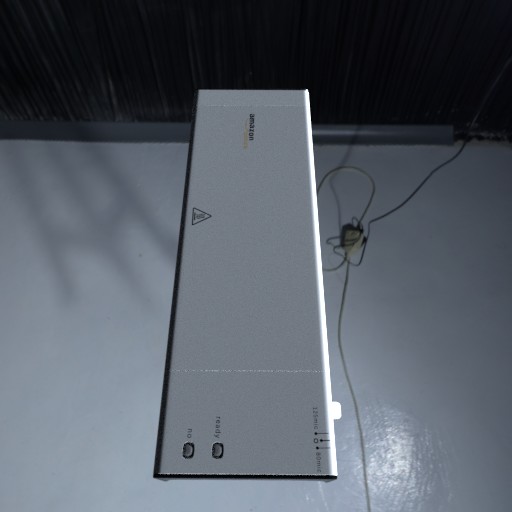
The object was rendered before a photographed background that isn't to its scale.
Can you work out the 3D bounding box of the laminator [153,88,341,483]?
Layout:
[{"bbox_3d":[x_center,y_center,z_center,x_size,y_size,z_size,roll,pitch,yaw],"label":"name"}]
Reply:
[{"bbox_3d":[0.000,0.000,0.375,0.123,0.062,0.340,0,60,0],"label":"laminator"}]
